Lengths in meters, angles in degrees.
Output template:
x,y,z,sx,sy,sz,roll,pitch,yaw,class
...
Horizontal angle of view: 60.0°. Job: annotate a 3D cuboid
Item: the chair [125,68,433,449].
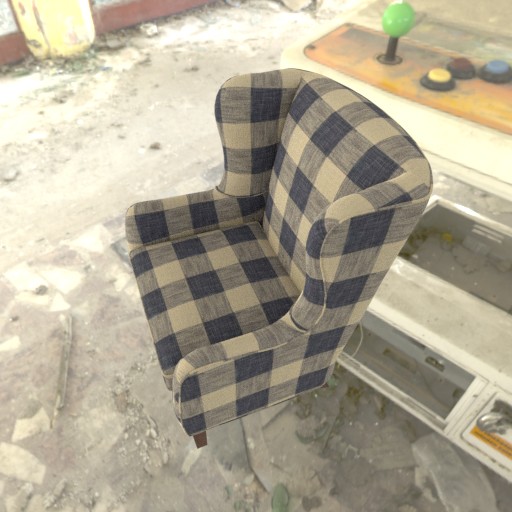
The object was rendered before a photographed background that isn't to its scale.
x,y,z,sx,sy,sz,roll,pitch,yaw,class
0.000,0.000,1.656,0.889,1.041,0.830,-17,48,-15,chair
